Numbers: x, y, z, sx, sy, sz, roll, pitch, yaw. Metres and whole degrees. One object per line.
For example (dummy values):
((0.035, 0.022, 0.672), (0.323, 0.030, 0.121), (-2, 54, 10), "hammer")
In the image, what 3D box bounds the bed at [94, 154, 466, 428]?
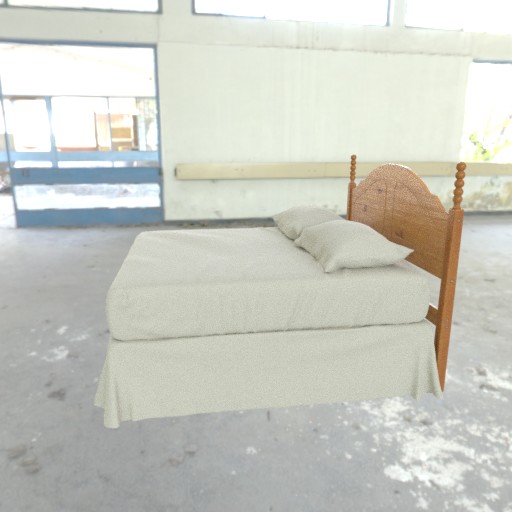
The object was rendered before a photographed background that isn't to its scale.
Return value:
((0.000, 0.000, 3.133), (2.040, 1.356, 1.873), (-2, 14, -8), "bed")
